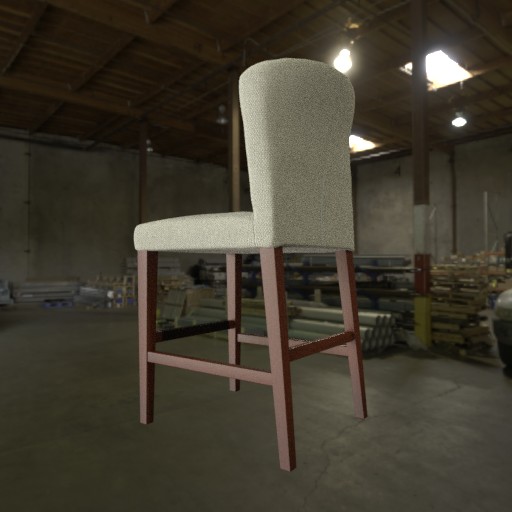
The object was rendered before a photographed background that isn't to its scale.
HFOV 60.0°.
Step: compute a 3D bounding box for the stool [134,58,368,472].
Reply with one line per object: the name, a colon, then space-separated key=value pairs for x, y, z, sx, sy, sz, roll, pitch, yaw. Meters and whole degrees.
stool: x=0.000 y=0.000 z=1.317 sx=0.568 sy=0.969 sz=0.481 roll=-1 pitch=-1 yaw=36
